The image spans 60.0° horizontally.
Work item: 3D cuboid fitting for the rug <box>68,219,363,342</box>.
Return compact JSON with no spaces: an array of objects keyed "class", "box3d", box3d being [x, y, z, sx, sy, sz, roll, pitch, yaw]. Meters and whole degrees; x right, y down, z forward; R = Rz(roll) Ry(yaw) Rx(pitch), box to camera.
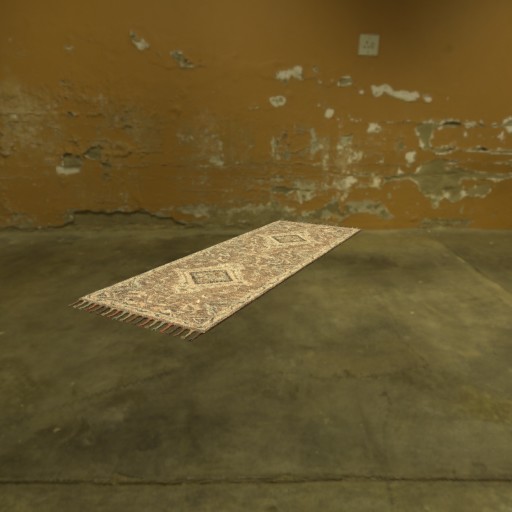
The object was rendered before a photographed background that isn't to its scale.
[{"class":"rug","box3d":[0.000,0.000,2.823,2.378,0.018,1.324,-15,22,-42]}]
